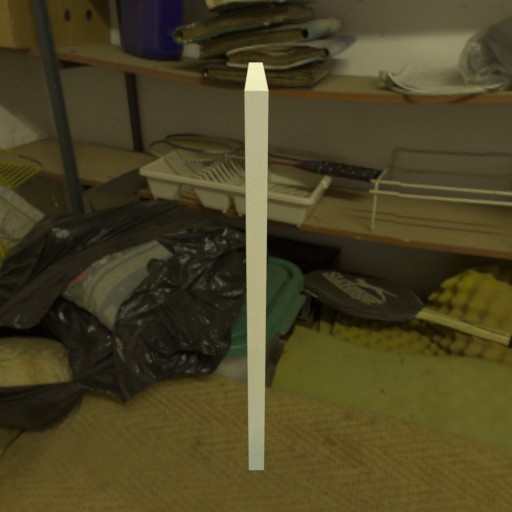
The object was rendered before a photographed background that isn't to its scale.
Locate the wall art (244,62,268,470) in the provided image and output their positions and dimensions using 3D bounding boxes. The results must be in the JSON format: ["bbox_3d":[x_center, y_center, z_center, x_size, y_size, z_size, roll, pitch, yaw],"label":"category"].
[{"bbox_3d":[0.000,0.000,1.193,0.039,0.915,0.612,0,27,0],"label":"wall art"}]
